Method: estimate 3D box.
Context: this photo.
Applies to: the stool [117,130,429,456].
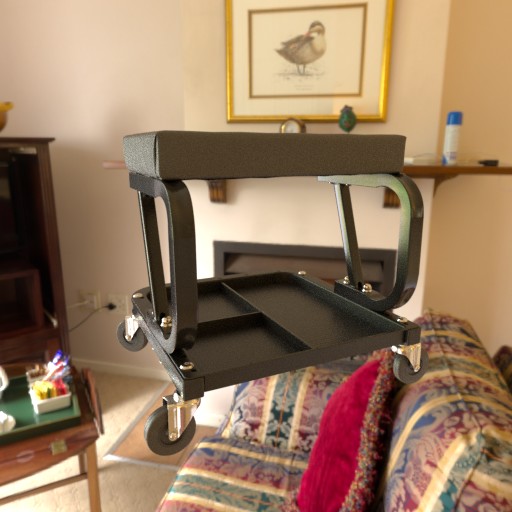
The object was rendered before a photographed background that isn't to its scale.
[{"bbox_3d":[0.000,0.000,0.718,0.446,0.380,0.371,-6,15,-25],"label":"stool"}]
